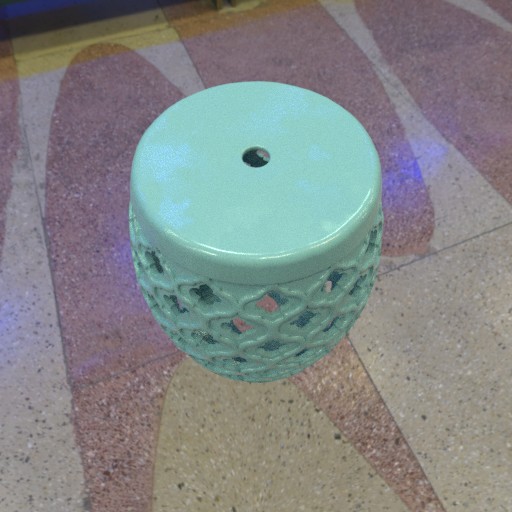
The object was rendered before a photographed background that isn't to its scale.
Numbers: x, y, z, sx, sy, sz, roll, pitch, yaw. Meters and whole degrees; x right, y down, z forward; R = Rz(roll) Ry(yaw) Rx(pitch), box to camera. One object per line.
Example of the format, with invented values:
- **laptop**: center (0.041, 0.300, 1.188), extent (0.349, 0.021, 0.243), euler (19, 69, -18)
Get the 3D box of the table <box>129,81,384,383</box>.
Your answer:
- **table**: center (0.000, 0.000, 0.625), extent (0.325, 0.388, 0.325), euler (0, 58, 0)
